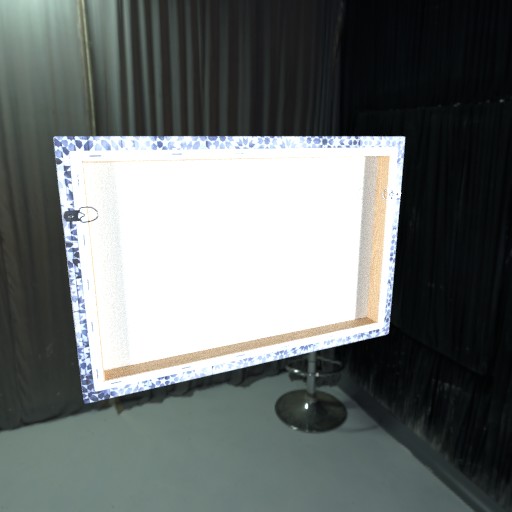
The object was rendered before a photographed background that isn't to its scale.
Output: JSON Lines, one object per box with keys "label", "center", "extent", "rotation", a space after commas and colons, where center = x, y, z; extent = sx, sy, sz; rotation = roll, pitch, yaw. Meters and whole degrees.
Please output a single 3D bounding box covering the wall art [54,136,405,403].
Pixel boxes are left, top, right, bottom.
{"label": "wall art", "center": [0.000, 0.000, 1.168], "extent": [0.911, 0.608, 0.057], "rotation": [-7, 16, -24]}
